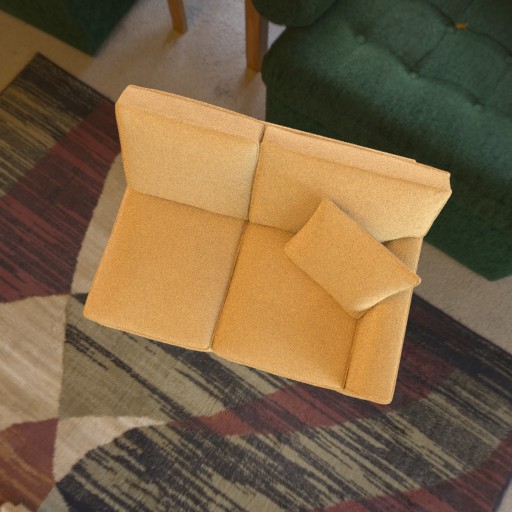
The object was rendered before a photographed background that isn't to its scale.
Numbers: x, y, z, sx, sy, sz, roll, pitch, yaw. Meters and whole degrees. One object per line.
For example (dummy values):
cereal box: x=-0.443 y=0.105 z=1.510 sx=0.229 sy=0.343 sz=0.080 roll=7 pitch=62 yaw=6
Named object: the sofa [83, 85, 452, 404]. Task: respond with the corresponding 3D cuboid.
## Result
sofa: x=0.000 y=0.000 z=2.059 sx=1.388 sy=0.989 sz=0.991 roll=16 pitch=76 yaw=4
